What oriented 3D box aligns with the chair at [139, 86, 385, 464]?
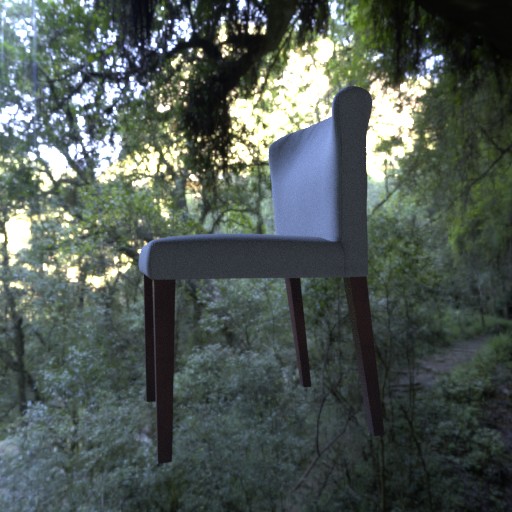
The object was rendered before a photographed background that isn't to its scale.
[{"bbox_3d":[0.000,0.000,1.177,0.592,0.839,0.491,0,-1,-17],"label":"chair"}]
